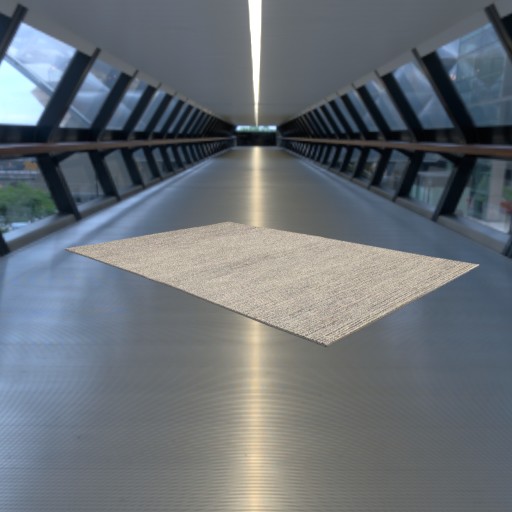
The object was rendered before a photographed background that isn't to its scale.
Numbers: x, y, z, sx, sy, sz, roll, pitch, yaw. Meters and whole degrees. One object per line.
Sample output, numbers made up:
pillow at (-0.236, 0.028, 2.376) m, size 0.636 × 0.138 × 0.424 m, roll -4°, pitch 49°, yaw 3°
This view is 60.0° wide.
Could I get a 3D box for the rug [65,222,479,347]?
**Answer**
rug at (0.000, 0.000, 2.964) m, size 2.307 × 0.030 × 1.604 m, roll 13°, pitch 19°, yaw 43°
